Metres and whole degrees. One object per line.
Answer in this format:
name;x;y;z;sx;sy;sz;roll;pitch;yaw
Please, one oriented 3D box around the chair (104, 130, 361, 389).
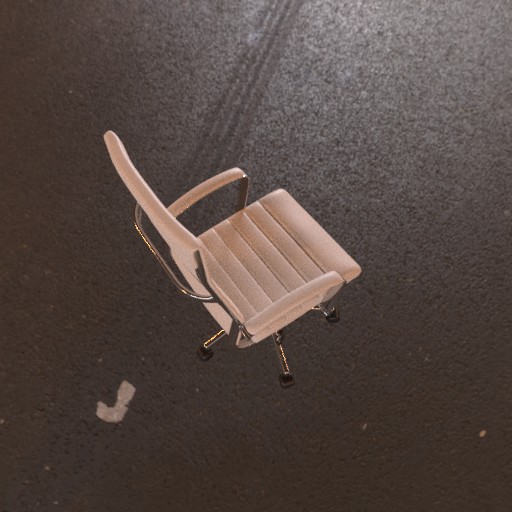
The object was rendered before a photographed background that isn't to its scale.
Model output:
chair;0.000;0.000;1.579;0.679;1.149;0.679;-31;62;-18
